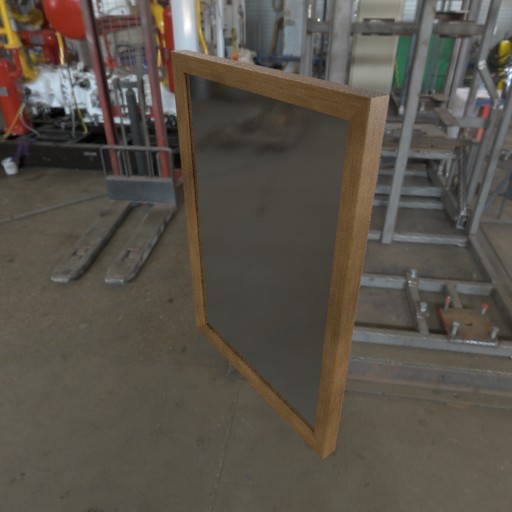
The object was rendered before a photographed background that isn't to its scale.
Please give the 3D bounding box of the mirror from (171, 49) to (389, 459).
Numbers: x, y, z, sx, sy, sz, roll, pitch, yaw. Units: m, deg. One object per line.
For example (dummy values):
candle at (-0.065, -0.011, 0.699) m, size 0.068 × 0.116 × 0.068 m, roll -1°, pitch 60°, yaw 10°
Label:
mirror at (0.000, 0.000, 0.896) m, size 0.040 × 0.710 × 0.507 m, roll -22°, pitch 38°, yaw -31°
